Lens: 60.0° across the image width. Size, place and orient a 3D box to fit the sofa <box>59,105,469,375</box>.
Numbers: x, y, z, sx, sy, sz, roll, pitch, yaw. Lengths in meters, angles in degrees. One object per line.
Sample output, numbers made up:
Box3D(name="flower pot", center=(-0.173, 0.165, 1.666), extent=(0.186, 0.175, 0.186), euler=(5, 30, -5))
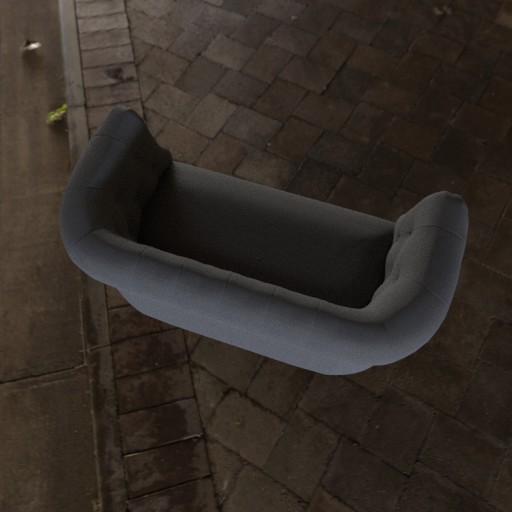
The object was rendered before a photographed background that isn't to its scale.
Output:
Box3D(name="sofa", center=(0.000, 0.000, 2.005), extent=(1.558, 0.827, 0.835), euler=(17, 66, 8))
